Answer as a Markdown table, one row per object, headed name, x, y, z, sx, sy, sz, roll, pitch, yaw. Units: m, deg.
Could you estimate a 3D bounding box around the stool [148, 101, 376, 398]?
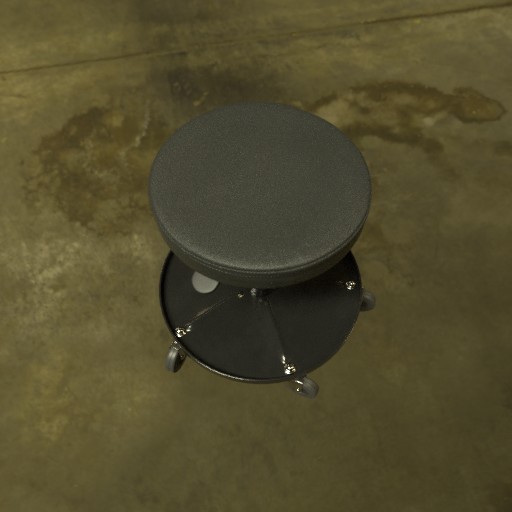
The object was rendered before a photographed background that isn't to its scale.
| name | x | y | z | sx | sy | sz | roll | pitch | yaw |
| --- | --- | --- | --- | --- | --- | --- | --- | --- | --- |
| stool | 0.000 | 0.000 | 0.686 | 0.381 | 0.365 | 0.382 | 28 | 63 | 16 |
